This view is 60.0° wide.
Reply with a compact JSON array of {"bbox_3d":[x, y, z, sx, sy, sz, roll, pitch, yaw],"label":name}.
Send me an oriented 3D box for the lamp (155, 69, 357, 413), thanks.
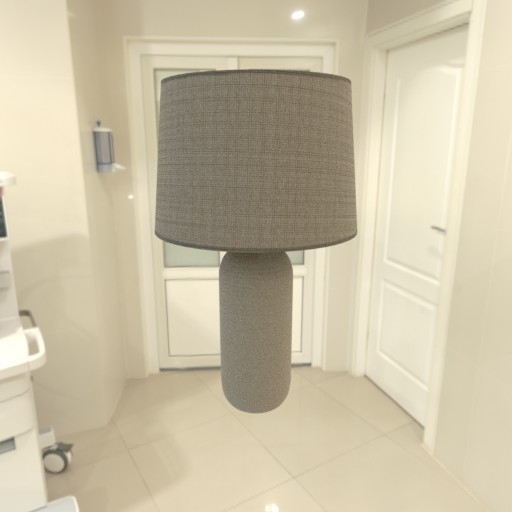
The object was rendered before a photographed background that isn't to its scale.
[{"bbox_3d":[0.000,0.000,0.835,0.367,0.609,0.367,0,15,0],"label":"lamp"}]
